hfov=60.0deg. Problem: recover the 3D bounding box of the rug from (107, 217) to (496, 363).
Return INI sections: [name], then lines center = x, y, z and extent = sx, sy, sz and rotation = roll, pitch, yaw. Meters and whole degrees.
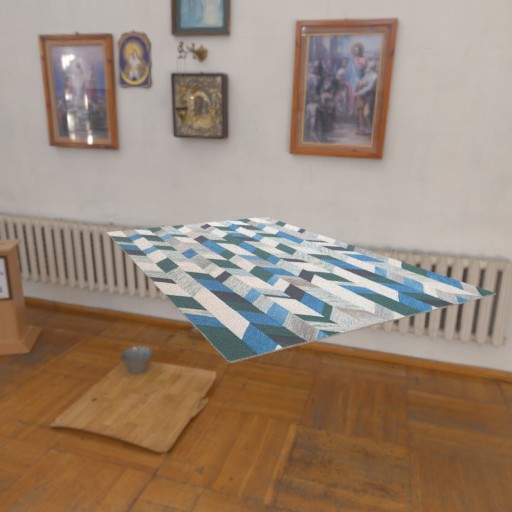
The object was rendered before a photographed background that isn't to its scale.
[rug]
center = 0.000, 0.000, 2.947
extent = 1.507, 0.007, 2.433
rotation = -8, 17, -27
